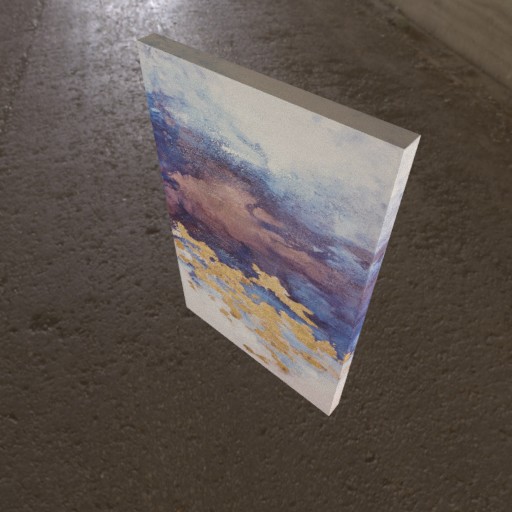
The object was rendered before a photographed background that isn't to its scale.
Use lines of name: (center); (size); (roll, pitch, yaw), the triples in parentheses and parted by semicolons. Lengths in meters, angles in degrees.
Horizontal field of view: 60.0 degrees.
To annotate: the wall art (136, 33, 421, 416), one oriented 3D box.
wall art: (0.000, 0.000, 1.072); (0.583, 0.874, 0.048); (32, 55, 27)
